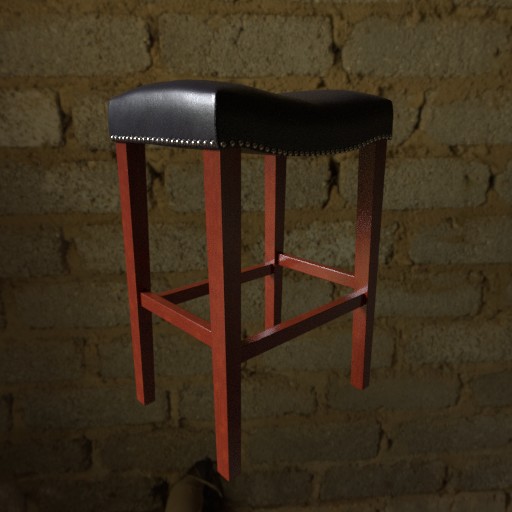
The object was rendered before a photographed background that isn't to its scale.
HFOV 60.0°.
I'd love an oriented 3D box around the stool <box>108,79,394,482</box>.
[{"bbox_3d":[0.000,0.000,1.035,0.504,0.742,0.372,-15,23,-41],"label":"stool"}]
